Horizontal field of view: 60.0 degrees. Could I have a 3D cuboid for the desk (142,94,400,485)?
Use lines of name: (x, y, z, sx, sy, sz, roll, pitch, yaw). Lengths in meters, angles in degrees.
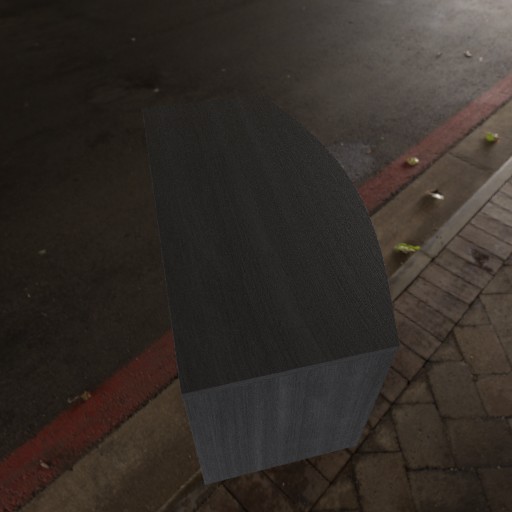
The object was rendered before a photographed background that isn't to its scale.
desk: (0.000, 0.000, 2.055, 0.802, 0.750, 1.600, -10, 47, -9)
